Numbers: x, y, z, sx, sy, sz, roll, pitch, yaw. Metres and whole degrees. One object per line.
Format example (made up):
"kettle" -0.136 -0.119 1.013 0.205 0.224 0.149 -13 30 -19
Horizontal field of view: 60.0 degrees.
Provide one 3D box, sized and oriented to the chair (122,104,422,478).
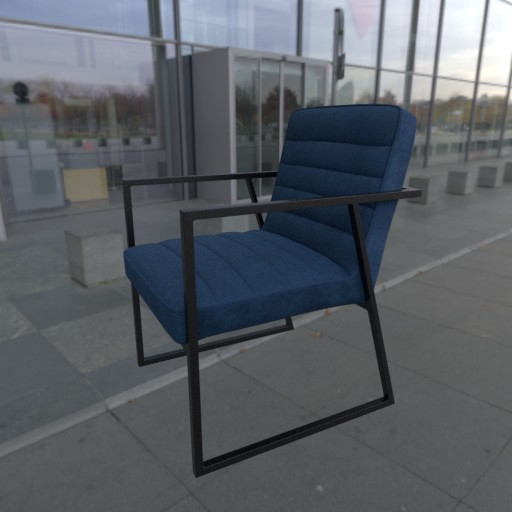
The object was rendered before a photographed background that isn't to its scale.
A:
"chair" 0.000 0.000 1.277 0.677 0.833 0.571 -8 19 -26
